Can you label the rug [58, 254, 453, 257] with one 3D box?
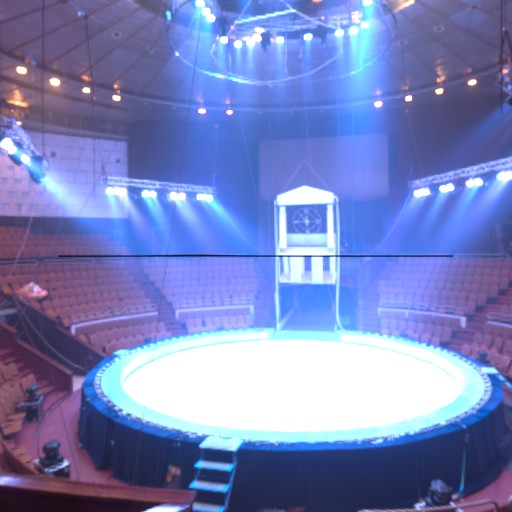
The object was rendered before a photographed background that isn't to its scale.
[{"bbox_3d":[0.000,0.000,2.857,1.522,0.010,2.311,0,0,0],"label":"rug"}]
